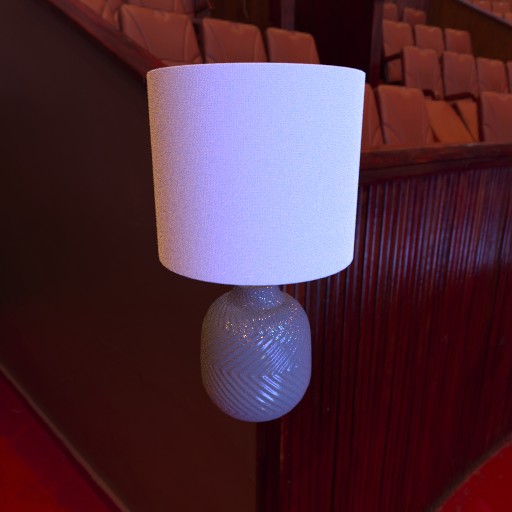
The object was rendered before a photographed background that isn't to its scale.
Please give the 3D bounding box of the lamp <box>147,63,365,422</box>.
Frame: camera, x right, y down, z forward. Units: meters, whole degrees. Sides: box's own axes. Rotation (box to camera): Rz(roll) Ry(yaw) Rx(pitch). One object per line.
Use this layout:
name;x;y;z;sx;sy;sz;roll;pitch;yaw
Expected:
lamp;0.000;0.000;0.484;0.207;0.366;0.207;16;23;41
